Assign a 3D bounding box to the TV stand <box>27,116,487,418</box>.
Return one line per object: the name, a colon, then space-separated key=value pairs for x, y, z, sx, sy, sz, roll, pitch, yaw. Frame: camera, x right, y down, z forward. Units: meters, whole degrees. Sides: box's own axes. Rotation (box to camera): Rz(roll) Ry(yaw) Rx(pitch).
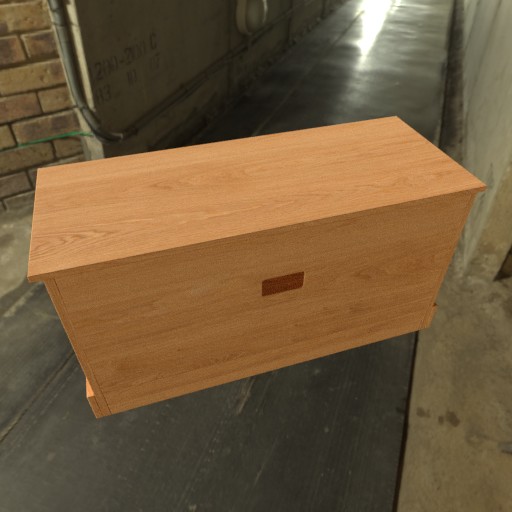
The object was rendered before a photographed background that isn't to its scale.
TV stand: x=0.000 y=0.000 z=1.327 sx=1.080 sy=0.550 sz=0.440 roll=-12 pitch=43 yaw=-13
